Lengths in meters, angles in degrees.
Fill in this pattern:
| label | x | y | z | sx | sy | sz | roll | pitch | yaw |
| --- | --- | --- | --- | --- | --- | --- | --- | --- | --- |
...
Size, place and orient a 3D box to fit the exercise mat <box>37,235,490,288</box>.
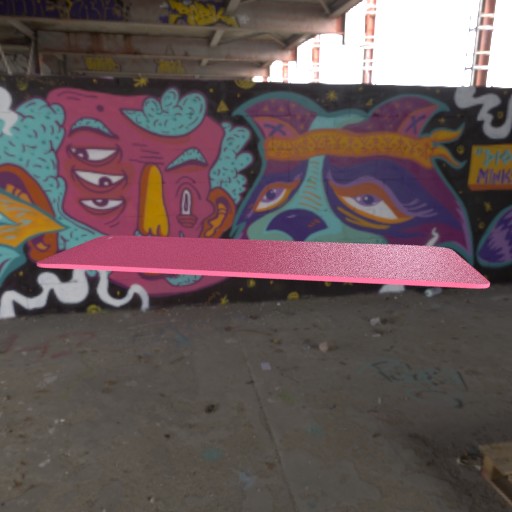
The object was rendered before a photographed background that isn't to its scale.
| label | x | y | z | sx | sy | sz | roll | pitch | yaw |
| --- | --- | --- | --- | --- | --- | --- | --- | --- | --- |
| exercise mat | 0.000 | 0.000 | 2.076 | 1.884 | 0.021 | 0.616 | 2 | 15 | 9 |
